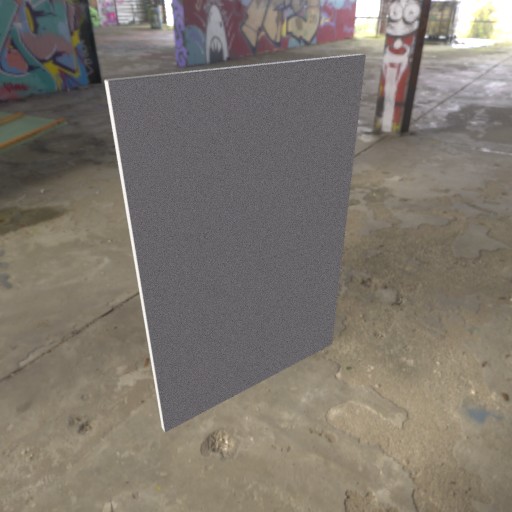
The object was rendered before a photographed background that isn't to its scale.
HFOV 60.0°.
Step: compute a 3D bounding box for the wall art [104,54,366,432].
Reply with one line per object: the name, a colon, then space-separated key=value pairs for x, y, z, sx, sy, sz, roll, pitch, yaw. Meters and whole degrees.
wall art: x=0.000 y=0.000 z=0.604 sx=0.329 sy=0.482 sz=0.011 roll=-20 pitch=36 yaw=-29
